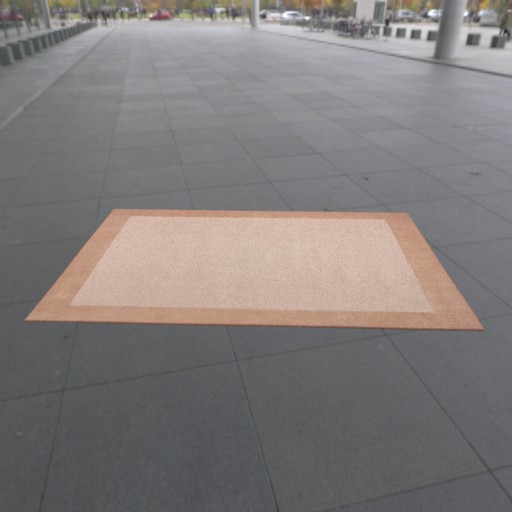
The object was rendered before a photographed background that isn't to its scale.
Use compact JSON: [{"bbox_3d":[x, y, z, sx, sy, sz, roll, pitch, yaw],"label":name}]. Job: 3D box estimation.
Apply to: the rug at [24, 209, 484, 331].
[{"bbox_3d":[0.000,0.000,3.008,2.438,0.014,1.524,1,29,2],"label":"rug"}]
